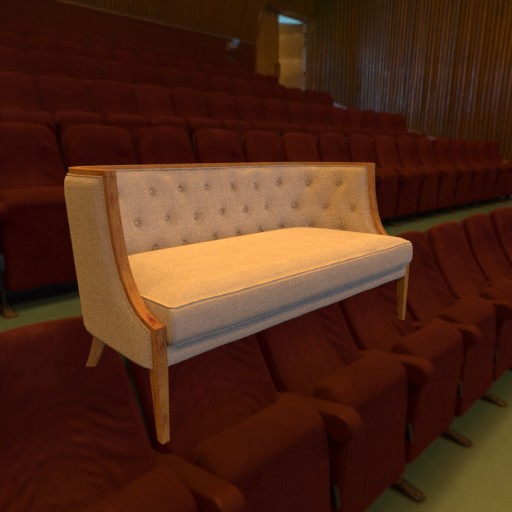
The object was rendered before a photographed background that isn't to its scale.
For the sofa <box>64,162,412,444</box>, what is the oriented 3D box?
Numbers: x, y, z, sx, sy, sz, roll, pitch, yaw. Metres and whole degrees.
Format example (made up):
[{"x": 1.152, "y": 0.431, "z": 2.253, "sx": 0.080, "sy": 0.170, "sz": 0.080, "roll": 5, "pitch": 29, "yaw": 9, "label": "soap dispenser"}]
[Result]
[{"x": 0.000, "y": 0.000, "z": 1.929, "sx": 1.474, "sy": 0.775, "sz": 0.770, "roll": -12, "pitch": 18, "yaw": -43, "label": "sofa"}]
